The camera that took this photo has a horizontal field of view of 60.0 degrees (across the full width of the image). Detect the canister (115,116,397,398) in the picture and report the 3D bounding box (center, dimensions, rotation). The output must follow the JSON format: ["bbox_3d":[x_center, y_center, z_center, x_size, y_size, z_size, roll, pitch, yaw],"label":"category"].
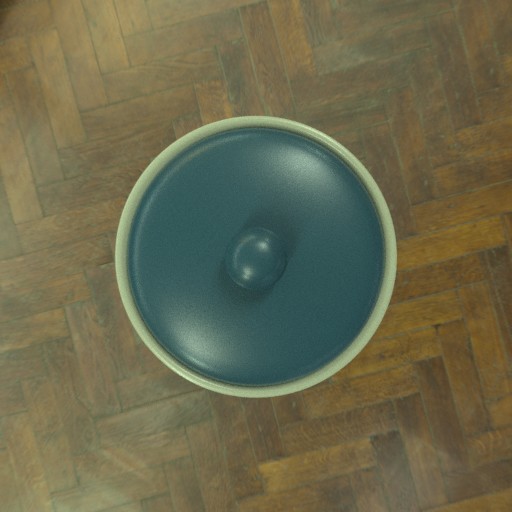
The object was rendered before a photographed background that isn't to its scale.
[{"bbox_3d":[0.000,0.000,0.342,0.181,0.211,0.181,0,91,0],"label":"canister"}]
